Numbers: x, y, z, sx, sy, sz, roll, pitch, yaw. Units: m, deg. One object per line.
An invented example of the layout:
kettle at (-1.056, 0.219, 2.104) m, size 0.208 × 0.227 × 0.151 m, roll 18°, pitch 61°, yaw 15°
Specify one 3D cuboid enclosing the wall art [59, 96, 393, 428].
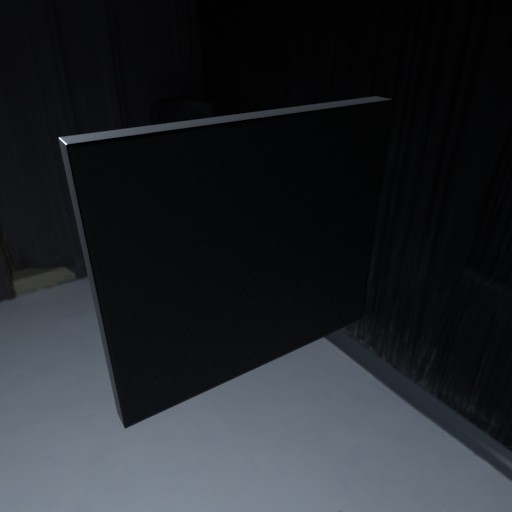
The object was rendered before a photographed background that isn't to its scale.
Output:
wall art at (0.000, 0.000, 0.534) m, size 0.380 × 0.330 × 0.028 m, roll -18°, pitch 33°, yaw -29°
